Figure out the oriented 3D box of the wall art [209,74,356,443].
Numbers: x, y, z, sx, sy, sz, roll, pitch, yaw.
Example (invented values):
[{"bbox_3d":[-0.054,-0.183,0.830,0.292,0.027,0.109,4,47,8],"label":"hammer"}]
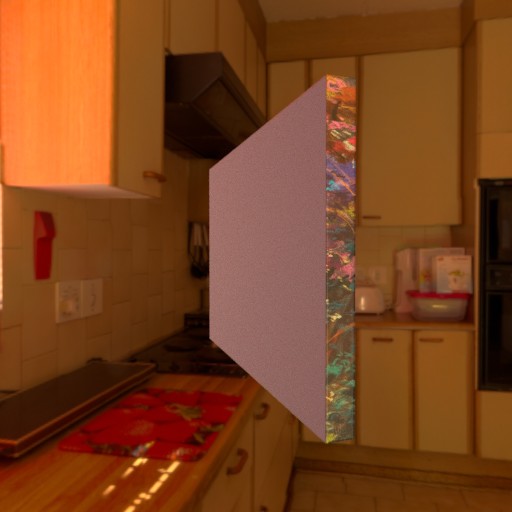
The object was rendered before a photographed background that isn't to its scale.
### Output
[{"bbox_3d":[0.000,0.000,0.783,0.037,0.406,0.610,0,1,-18],"label":"wall art"}]
